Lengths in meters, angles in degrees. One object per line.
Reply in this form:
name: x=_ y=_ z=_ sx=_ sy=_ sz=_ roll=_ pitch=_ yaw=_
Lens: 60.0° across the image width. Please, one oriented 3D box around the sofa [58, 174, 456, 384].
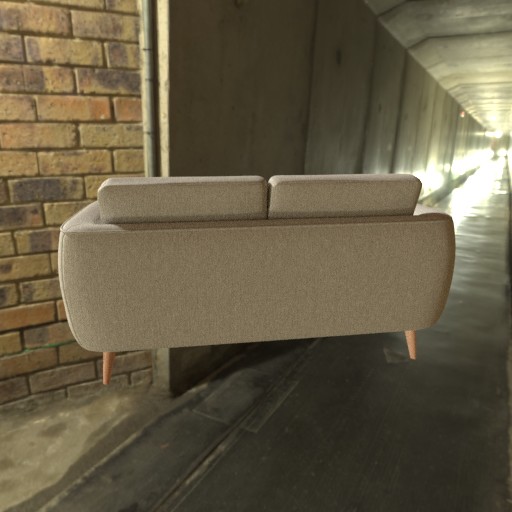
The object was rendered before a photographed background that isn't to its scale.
sofa: x=0.000 y=0.000 z=2.221 sx=1.700 sy=0.850 sz=0.920 roll=-2 pitch=16 yaw=-9
